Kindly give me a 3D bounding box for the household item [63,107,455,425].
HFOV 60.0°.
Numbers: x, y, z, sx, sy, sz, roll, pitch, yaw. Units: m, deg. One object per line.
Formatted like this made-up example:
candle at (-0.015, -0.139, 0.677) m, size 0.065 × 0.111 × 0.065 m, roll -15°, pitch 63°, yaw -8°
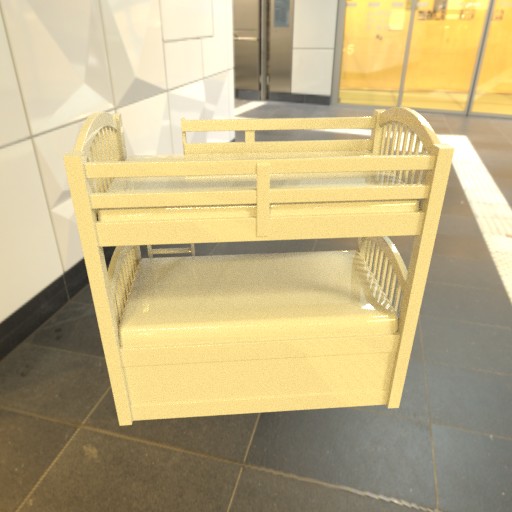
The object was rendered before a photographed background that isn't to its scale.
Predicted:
household item at (0.000, 0.000, 3.226) m, size 2.032 × 2.032 × 1.143 m, roll -2°, pitch 29°, yaw -4°
